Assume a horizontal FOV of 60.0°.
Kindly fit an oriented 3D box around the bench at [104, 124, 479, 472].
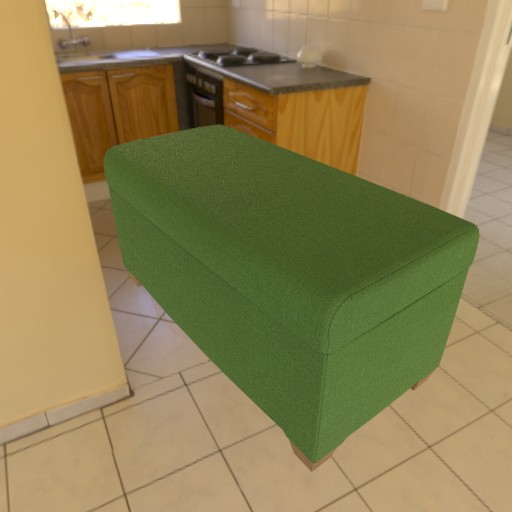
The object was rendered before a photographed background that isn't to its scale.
[{"bbox_3d":[0.000,0.000,1.263,0.505,0.501,0.989,-22,38,-31],"label":"bench"}]
